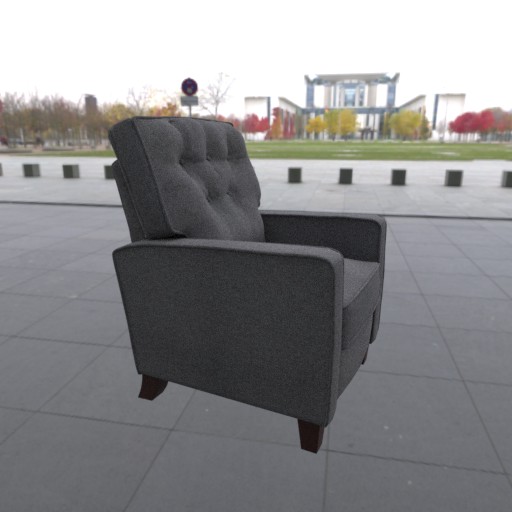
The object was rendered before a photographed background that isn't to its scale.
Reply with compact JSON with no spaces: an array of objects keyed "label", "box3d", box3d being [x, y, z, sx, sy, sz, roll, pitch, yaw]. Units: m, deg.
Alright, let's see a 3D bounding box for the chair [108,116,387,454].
[{"label":"chair","box3d":[0.000,0.000,1.473,0.775,0.889,0.650,7,17,25]}]
